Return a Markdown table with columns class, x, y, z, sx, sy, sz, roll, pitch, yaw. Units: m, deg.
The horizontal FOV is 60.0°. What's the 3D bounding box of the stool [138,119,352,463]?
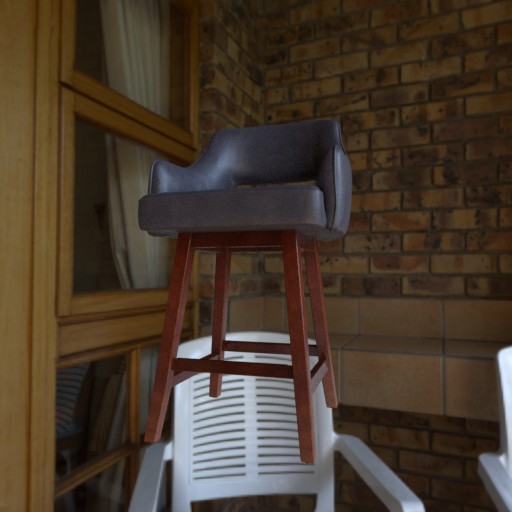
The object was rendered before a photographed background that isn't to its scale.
| class | x | y | z | sx | sy | sz | roll | pitch | yaw |
| --- | --- | --- | --- | --- | --- | --- | --- | --- | --- |
| stool | 0.000 | 0.000 | 1.292 | 0.550 | 0.936 | 0.560 | -1 | -2 | 17 |
